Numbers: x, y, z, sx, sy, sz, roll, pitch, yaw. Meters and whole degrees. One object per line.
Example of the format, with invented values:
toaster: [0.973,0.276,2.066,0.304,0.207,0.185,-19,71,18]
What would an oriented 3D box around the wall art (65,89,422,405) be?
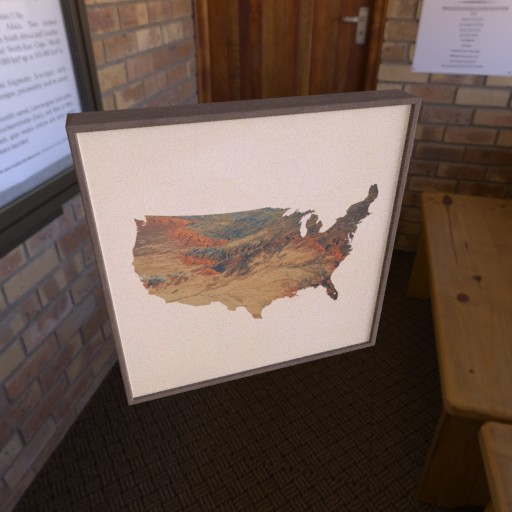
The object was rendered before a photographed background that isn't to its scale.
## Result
wall art: [0.000,0.000,0.455,0.303,0.302,0.038,-10,33,-15]
